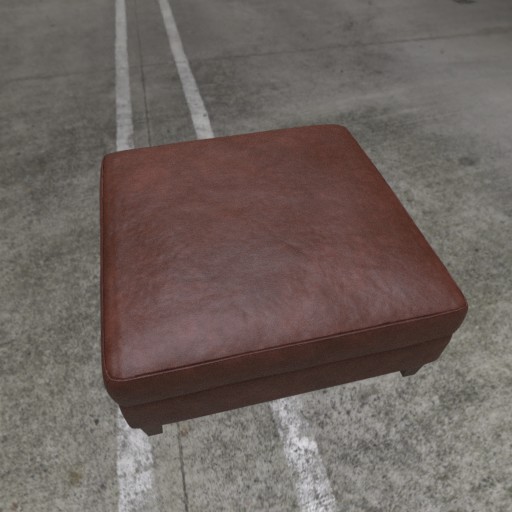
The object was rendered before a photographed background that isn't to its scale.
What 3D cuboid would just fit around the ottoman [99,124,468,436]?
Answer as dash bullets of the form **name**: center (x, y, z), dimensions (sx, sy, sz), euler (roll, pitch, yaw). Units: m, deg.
- **ottoman**: center (0.000, 0.000, 1.311), dimensions (0.844, 0.415, 0.836), euler (-10, 48, -9)
